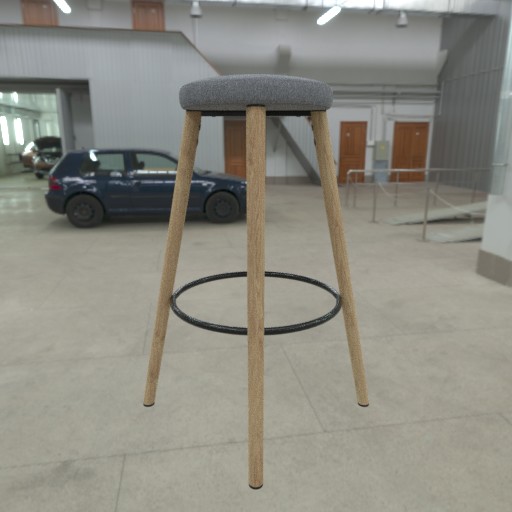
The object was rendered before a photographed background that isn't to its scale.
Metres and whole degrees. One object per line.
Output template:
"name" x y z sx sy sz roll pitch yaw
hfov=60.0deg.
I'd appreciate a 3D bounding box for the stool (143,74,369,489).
"stool" 0.000 0.000 1.020 0.410 0.770 0.410 -14 20 -43
